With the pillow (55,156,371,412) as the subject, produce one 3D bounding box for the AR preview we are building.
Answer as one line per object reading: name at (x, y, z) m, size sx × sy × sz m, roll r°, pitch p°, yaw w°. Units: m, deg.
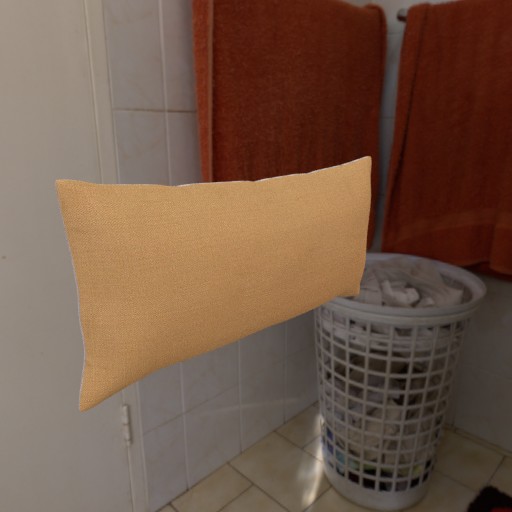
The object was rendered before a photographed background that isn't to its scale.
pillow at (0.000, 0.000, 0.718) m, size 0.608 × 0.291 × 0.151 m, roll -15°, pitch 22°, yaw -41°
